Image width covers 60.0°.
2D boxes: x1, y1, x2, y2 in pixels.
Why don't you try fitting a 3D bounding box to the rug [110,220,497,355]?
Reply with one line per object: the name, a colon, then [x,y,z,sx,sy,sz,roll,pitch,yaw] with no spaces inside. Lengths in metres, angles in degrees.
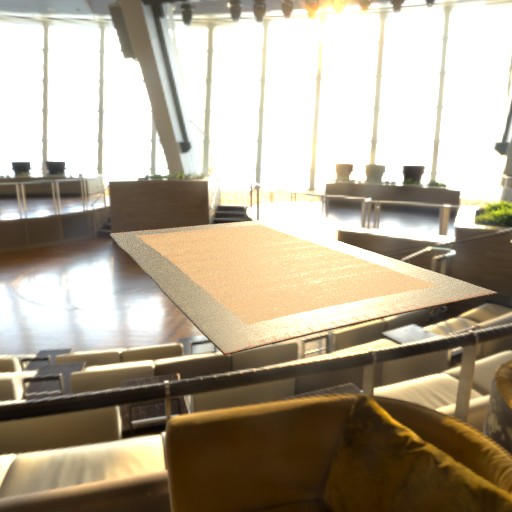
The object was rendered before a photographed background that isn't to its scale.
rug: [0.000,0.000,2.952,1.521,0.006,2.435,-7,16,-26]
